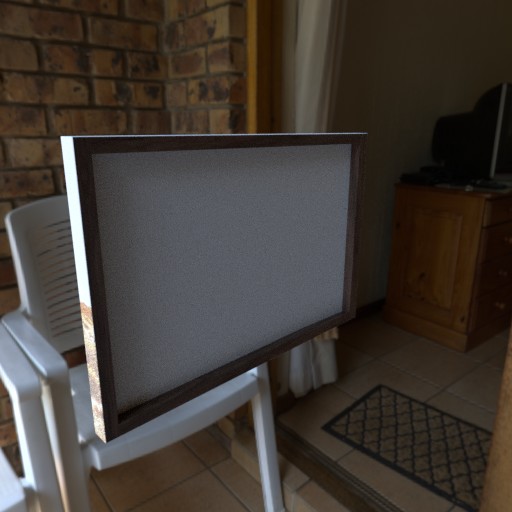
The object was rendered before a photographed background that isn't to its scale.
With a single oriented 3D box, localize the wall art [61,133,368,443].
[{"bbox_3d":[0.000,0.000,1.152,0.914,0.610,0.050,-15,22,-42],"label":"wall art"}]
